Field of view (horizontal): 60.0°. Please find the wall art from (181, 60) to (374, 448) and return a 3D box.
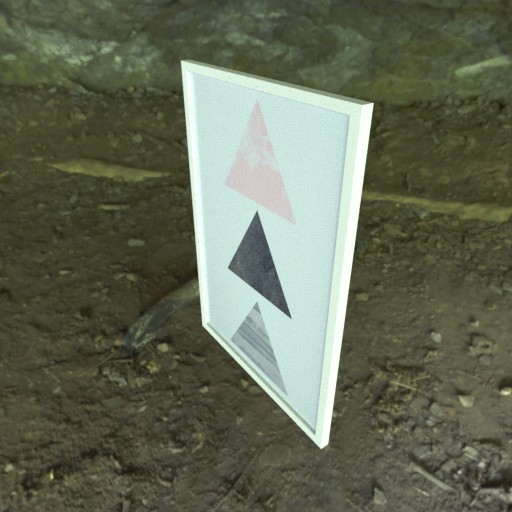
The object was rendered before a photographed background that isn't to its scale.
[{"bbox_3d":[0.000,0.000,0.570,0.013,0.433,0.303,-21,37,-30],"label":"wall art"}]
